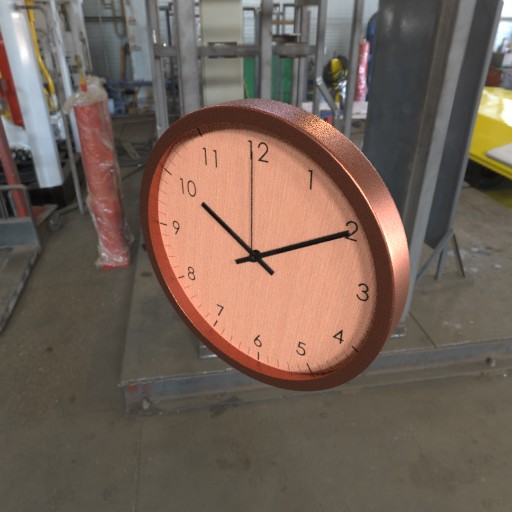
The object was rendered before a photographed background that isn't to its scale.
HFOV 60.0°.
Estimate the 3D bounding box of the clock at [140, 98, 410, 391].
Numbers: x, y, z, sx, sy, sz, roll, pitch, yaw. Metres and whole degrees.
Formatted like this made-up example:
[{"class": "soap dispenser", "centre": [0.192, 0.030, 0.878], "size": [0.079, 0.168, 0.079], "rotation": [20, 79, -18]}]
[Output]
[{"class": "clock", "centre": [0.000, 0.000, 0.471], "size": [0.313, 0.313, 0.040], "rotation": [19, 35, 30]}]
